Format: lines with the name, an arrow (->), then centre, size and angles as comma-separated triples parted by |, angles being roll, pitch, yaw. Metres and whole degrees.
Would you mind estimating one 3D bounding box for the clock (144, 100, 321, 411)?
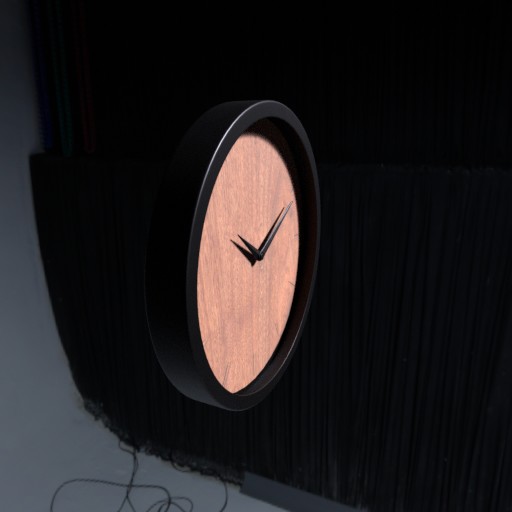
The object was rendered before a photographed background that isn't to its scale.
clock -> 0.000, 0.000, 0.474 | 0.040, 0.314, 0.314 | 7, 16, 26
